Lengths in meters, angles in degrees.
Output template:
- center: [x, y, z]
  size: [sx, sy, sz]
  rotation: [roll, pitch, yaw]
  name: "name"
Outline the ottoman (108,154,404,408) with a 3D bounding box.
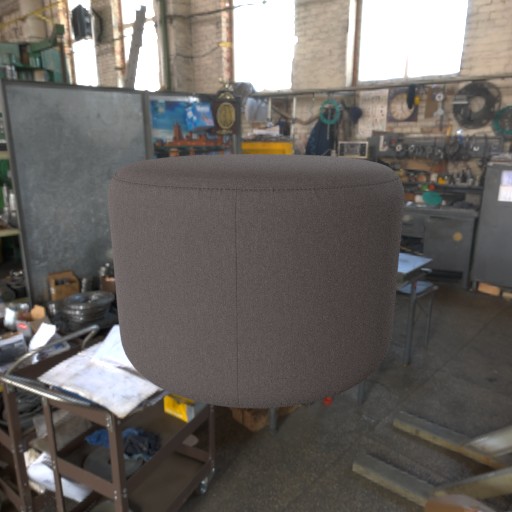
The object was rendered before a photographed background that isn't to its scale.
- center: [0.000, 0.000, 0.993]
  size: [0.608, 0.433, 0.608]
  rotation: [0, 16, 0]
  name: "ottoman"
